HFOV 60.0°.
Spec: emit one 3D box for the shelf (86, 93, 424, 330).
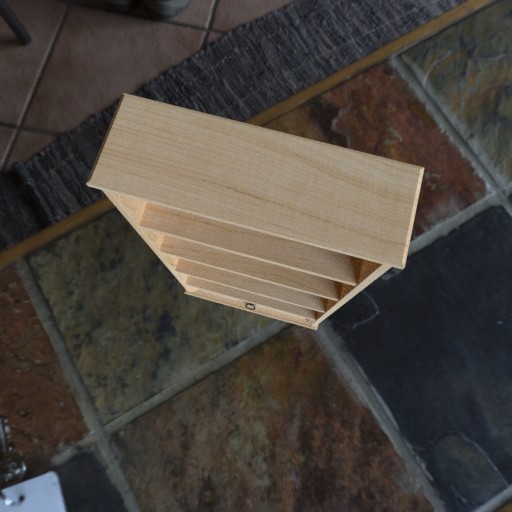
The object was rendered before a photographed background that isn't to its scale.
[{"bbox_3d":[0.000,0.000,1.212,0.520,1.030,0.175,15,76,4],"label":"shelf"}]
